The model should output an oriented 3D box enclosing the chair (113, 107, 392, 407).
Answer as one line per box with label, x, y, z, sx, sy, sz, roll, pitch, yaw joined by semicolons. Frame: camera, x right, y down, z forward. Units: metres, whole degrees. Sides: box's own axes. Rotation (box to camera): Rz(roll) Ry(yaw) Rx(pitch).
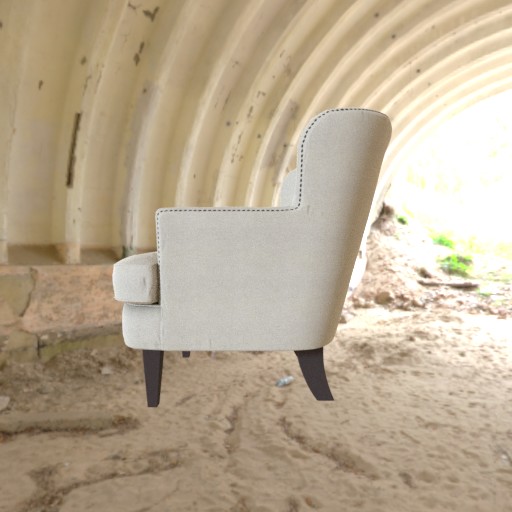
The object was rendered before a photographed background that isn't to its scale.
chair;0.000;0.000;1.593;0.906;0.868;0.848;0;0;0
